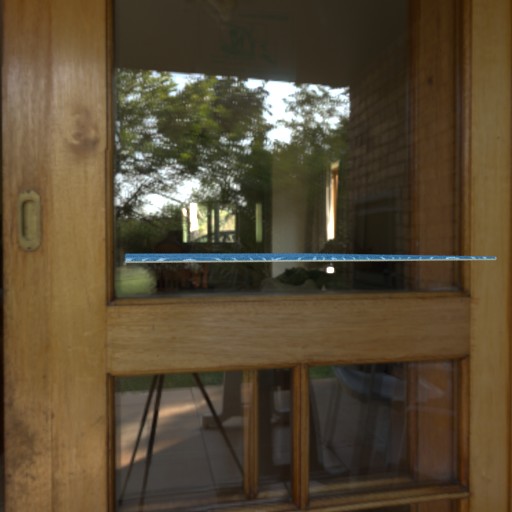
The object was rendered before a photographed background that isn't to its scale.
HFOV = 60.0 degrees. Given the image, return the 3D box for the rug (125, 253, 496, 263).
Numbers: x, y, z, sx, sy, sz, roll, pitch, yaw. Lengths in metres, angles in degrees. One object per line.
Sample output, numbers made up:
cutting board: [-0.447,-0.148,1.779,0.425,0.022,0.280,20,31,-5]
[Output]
rug: [0.000,0.000,2.729,1.543,0.015,2.144,0,1,-16]
